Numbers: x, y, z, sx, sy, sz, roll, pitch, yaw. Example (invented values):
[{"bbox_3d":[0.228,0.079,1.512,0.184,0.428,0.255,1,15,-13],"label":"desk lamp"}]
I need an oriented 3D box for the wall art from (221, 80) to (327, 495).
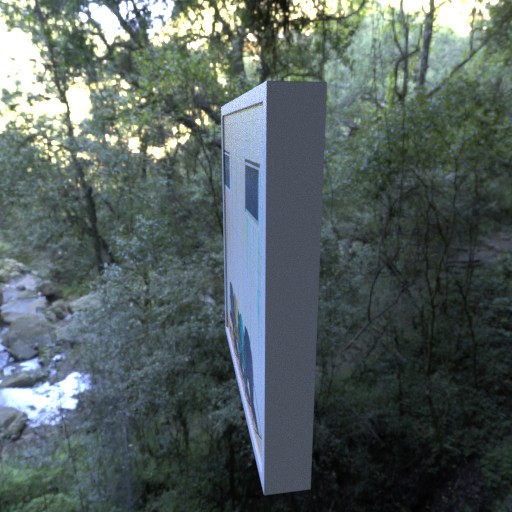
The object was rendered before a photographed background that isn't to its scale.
[{"bbox_3d":[0.000,0.000,0.455,0.038,0.305,0.305,-3,16,-9],"label":"wall art"}]
